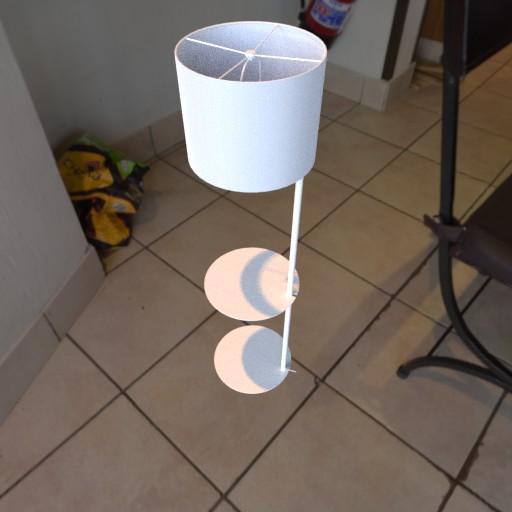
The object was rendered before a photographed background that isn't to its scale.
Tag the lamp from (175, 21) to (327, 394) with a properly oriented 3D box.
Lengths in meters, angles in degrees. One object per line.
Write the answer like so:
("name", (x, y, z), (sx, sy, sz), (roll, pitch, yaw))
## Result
("lamp", (0.000, 0.000, 1.613), (0.405, 1.465, 0.372), (17, 49, 16))
